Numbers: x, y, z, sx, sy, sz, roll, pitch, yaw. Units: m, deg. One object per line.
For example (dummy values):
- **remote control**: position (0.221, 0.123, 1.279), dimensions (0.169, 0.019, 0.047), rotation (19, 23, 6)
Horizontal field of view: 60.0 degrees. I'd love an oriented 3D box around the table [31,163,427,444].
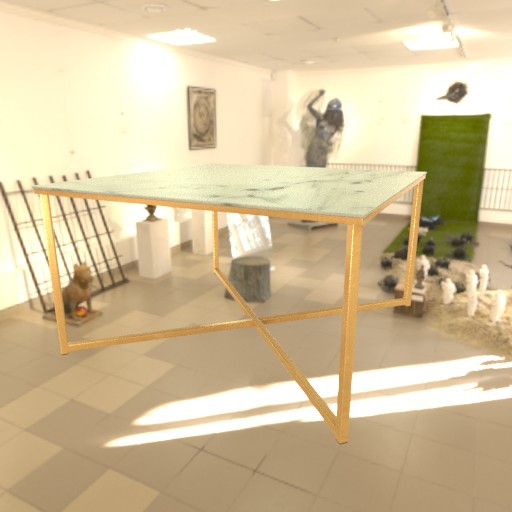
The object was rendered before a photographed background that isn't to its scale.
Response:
- **table**: position (0.000, 0.000, 1.290), dimensions (0.800, 0.450, 0.800), rotation (8, 18, 26)
